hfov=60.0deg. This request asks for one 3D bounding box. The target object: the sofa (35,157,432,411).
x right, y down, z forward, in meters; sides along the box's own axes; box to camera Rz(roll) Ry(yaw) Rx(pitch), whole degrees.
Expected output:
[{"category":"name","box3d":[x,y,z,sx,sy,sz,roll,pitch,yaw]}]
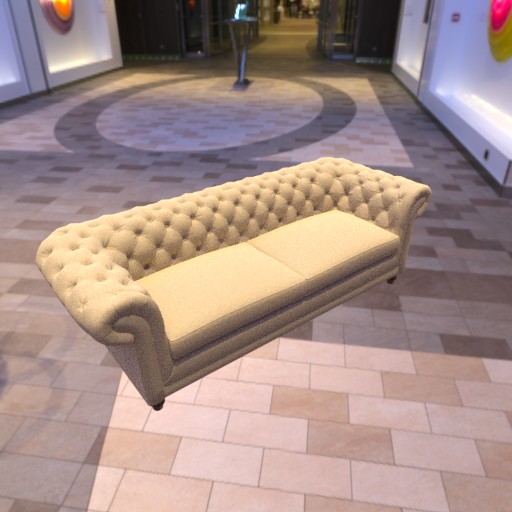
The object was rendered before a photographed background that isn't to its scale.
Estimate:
[{"category":"sofa","box3d":[0.000,0.000,3.180,2.694,0.847,1.076,-21,36,-32]}]
